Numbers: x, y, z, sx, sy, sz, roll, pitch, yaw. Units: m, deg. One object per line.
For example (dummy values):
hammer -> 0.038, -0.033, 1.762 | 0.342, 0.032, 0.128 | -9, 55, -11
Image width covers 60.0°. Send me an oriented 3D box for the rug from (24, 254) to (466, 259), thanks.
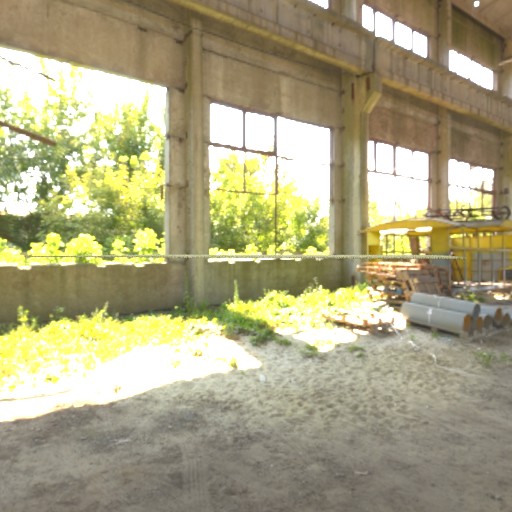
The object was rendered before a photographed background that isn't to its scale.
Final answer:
rug -> 0.000, 0.000, 2.192 | 1.747, 0.006, 1.143 | 0, 1, 18
